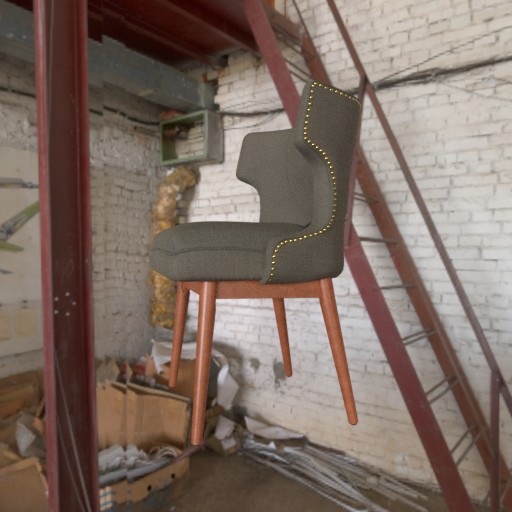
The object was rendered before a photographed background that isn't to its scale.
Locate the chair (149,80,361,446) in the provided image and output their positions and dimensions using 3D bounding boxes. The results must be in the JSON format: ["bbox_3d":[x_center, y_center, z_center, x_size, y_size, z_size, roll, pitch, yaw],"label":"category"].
[{"bbox_3d":[0.000,0.000,1.285,0.581,0.863,0.595,0,1,-18],"label":"chair"}]
